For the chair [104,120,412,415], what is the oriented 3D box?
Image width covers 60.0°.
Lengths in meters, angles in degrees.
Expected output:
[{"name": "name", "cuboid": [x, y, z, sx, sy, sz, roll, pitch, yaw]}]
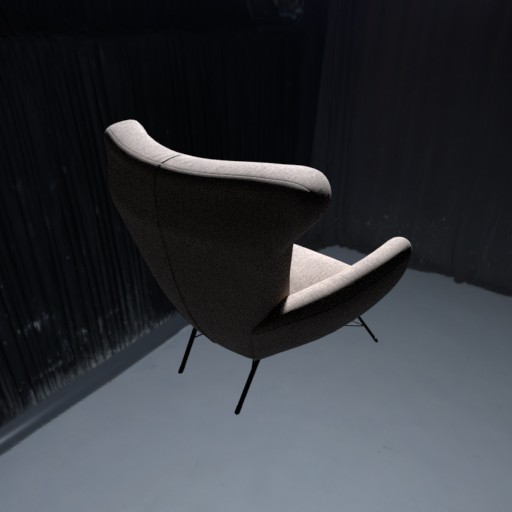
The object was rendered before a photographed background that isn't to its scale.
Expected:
[{"name": "chair", "cuboid": [0.000, 0.000, 1.786, 0.980, 1.040, 0.900, 22, 37, 34]}]
